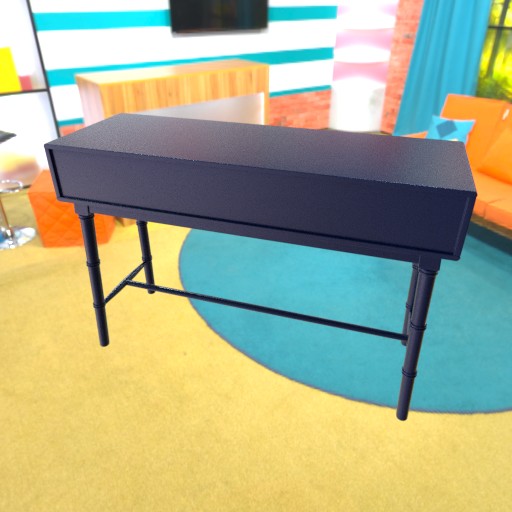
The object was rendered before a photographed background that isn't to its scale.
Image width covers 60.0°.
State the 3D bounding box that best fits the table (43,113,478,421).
[{"bbox_3d":[0.000,0.000,1.438,1.118,0.749,0.399,9,32,15],"label":"table"}]
